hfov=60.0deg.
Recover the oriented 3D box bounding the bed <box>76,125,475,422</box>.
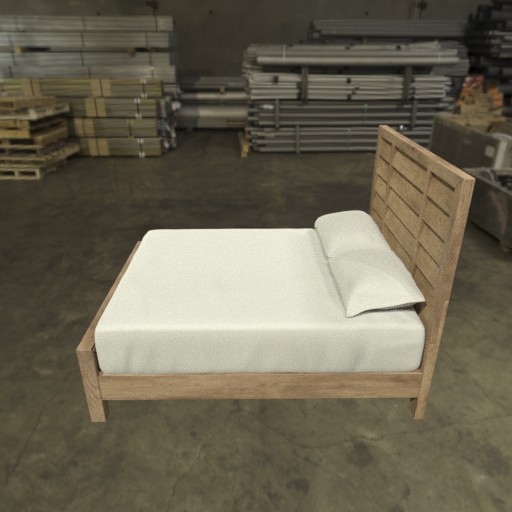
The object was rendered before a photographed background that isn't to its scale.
[{"bbox_3d":[0.000,0.000,3.297,2.197,1.626,1.626,0,26,-1],"label":"bed"}]
